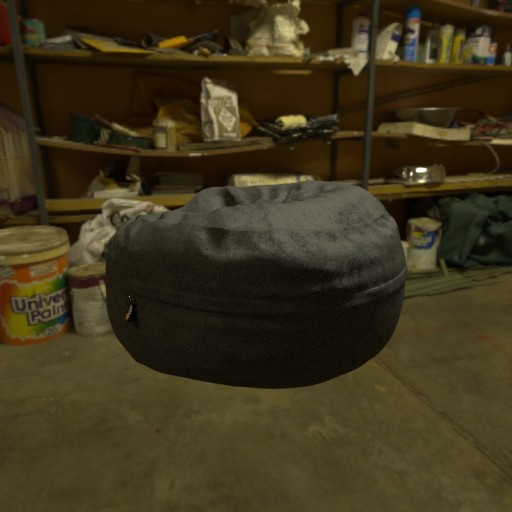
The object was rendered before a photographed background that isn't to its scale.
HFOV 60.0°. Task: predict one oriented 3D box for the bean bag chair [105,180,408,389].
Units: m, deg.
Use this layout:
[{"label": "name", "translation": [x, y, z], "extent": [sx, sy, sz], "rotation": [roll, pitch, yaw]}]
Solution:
[{"label": "bean bag chair", "translation": [0.000, 0.000, 2.343], "extent": [1.525, 0.751, 1.525], "rotation": [0, 16, 0]}]
